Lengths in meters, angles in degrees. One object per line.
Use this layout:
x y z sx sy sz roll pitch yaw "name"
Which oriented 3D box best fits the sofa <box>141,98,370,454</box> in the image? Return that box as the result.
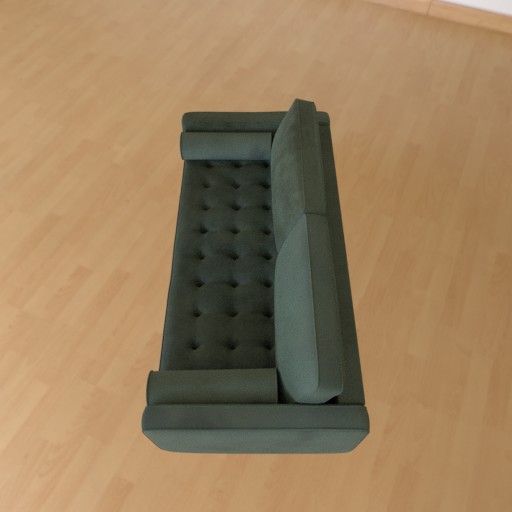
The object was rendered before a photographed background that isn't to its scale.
0.000 0.000 2.363 0.916 0.772 1.880 0 57 0 "sofa"
